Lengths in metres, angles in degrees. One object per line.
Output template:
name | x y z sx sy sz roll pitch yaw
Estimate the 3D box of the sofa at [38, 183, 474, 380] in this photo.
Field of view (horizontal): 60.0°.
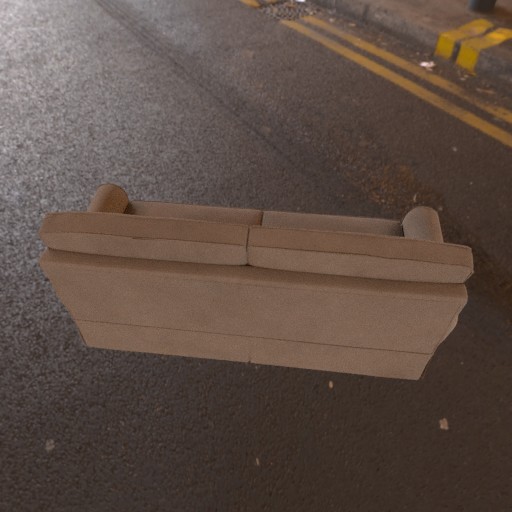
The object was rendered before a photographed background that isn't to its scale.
sofa | 0.000 0.000 2.668 2.246 1.014 0.900 5 48 4
